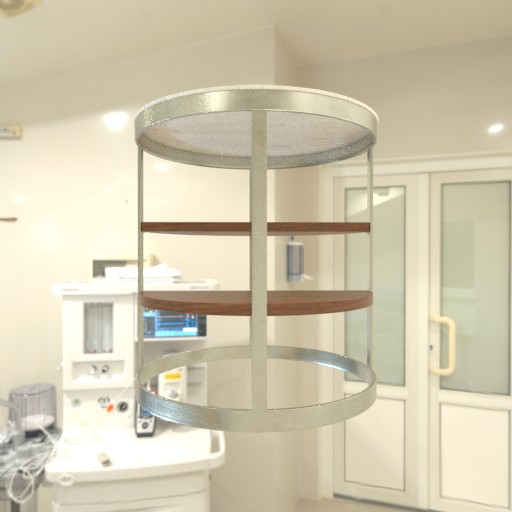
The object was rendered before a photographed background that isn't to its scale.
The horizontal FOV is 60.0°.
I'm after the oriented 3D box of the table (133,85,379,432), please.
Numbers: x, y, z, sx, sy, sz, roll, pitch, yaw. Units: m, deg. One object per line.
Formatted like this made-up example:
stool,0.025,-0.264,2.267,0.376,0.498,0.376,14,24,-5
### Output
table,0.000,0.000,0.764,0.407,0.447,0.407,0,0,0
